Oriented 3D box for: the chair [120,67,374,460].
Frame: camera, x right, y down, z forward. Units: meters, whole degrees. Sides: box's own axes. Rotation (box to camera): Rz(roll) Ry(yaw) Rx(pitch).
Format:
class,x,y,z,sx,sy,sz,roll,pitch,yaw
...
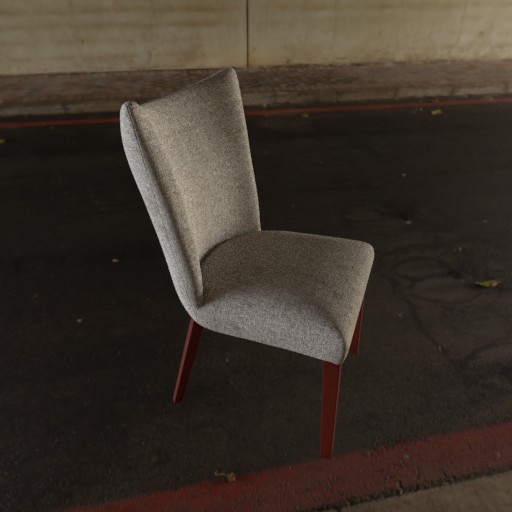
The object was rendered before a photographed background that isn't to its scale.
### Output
class,x,y,z,sx,sy,sz,roll,pitch,yaw
chair,0.000,0.000,1.268,0.623,0.924,0.535,11,33,17
